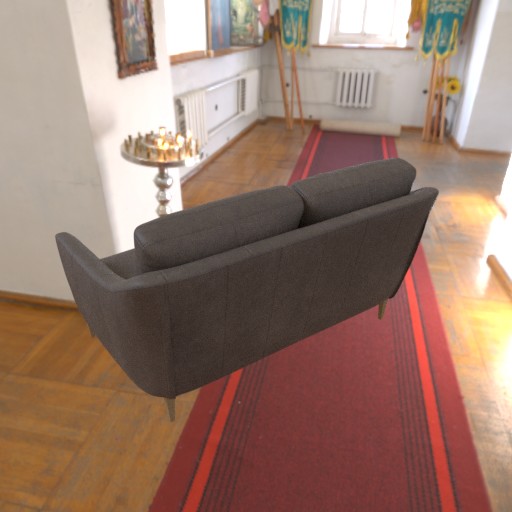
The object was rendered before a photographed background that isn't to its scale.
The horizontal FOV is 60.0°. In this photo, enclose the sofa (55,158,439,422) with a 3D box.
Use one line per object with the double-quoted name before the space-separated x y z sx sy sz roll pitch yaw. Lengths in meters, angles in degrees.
"sofa" 0.000 0.000 2.159 1.619 0.902 0.960 -18 35 -29
